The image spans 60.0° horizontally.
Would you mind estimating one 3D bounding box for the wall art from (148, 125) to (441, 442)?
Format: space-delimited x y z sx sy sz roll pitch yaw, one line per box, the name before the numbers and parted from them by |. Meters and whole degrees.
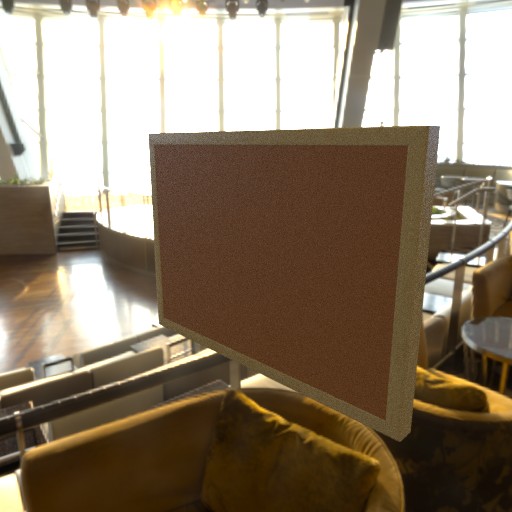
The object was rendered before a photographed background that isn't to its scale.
wall art | 0.000 0.000 0.699 0.533 0.381 0.032 14 20 43
